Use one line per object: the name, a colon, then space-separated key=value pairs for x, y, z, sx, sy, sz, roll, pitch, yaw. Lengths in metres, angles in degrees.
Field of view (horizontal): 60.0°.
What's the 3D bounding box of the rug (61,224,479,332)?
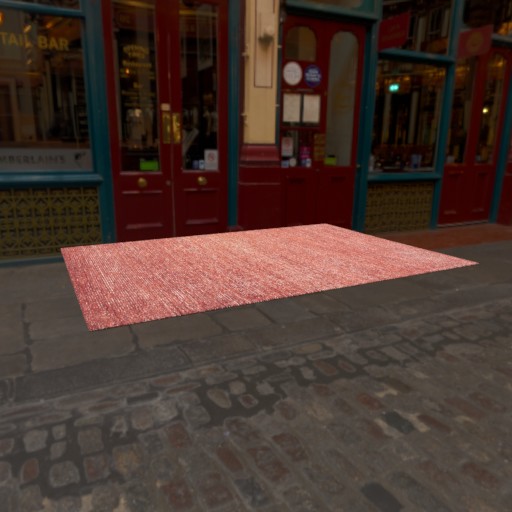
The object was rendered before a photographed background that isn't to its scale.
rug: x=0.000 y=0.000 z=5.099 sx=3.965 sy=0.025 sz=2.803 roll=-7 pitch=16 yaw=-26
